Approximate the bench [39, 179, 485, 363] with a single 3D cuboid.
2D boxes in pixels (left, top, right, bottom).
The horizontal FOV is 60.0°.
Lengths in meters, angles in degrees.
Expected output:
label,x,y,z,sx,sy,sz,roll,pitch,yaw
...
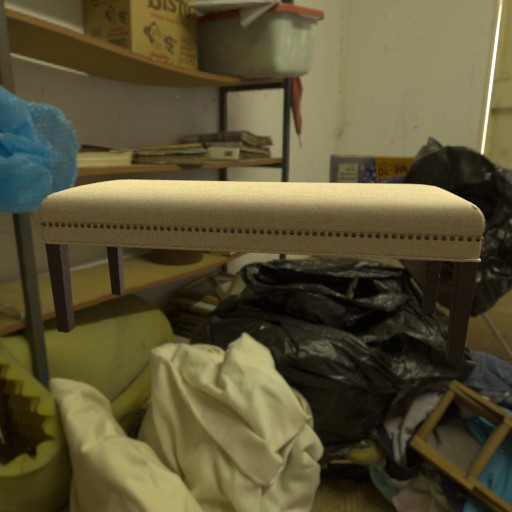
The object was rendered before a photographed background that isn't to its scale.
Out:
label,x,y,z,sx,sy,sz,roll,pitch,yaw
bench,0.000,0.000,1.422,1.219,0.457,0.410,3,15,10
